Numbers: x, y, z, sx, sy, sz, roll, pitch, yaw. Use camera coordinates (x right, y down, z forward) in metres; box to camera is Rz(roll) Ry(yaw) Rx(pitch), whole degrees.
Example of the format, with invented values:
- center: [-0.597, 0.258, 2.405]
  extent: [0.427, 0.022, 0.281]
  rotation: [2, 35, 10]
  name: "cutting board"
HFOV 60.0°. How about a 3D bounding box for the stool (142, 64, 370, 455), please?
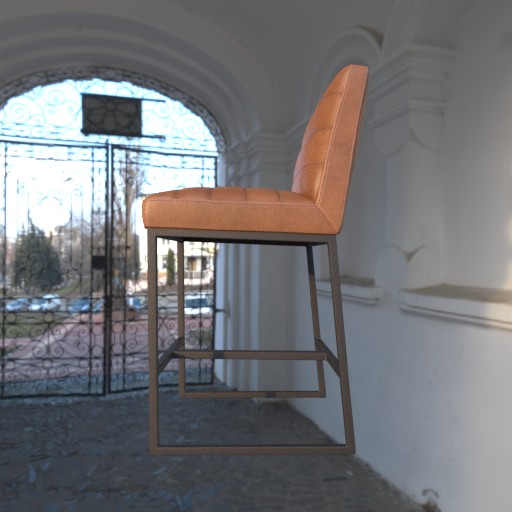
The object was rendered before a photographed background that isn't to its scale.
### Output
- center: [0.000, 0.000, 1.265]
  extent: [0.556, 0.940, 0.458]
  rotation: [0, 0, -1]
  name: "stool"
